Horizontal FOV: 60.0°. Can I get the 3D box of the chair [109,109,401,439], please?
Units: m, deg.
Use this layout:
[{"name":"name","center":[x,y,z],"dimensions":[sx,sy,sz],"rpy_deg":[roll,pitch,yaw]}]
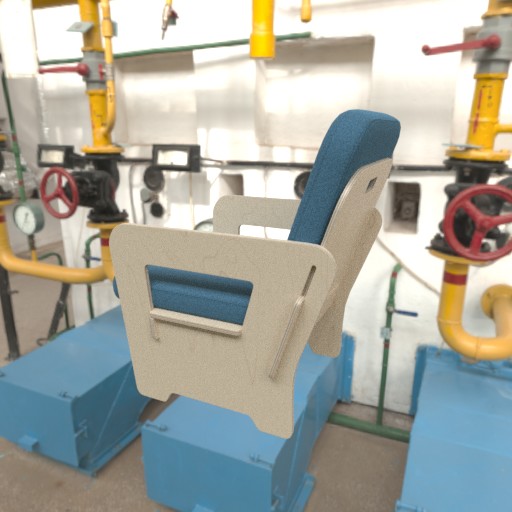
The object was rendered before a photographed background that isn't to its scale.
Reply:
[{"name":"chair","center":[0.000,0.000,1.213],"dimensions":[0.657,0.747,0.547],"rpy_deg":[7,18,24]}]
